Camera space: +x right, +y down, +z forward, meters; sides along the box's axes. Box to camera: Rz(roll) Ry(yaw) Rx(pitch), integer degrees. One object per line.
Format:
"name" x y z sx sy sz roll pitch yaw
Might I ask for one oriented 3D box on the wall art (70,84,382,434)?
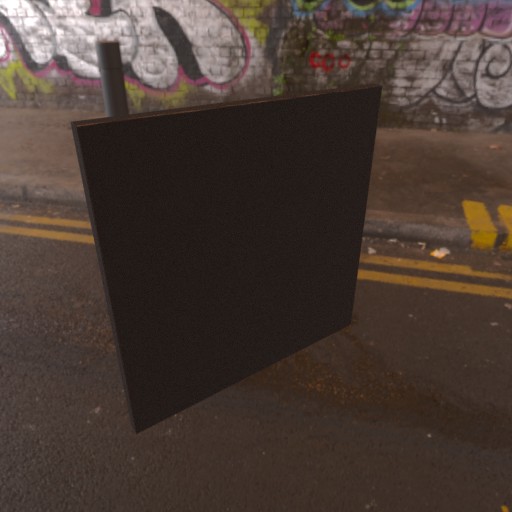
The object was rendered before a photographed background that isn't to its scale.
"wall art" 0.000 0.000 1.132 0.762 0.762 0.038 -19 34 -30
